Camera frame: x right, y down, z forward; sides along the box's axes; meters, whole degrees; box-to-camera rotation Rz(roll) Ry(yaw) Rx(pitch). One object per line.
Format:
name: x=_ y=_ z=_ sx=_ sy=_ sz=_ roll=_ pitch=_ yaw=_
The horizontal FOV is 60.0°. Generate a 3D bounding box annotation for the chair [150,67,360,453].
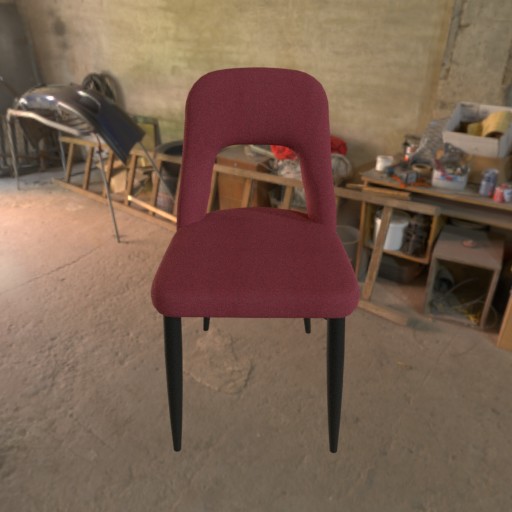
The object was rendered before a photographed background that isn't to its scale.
chair: x=0.000 y=0.000 z=1.205 sx=0.483 sy=0.892 sz=0.569 roll=0 pitch=29 yaw=1
